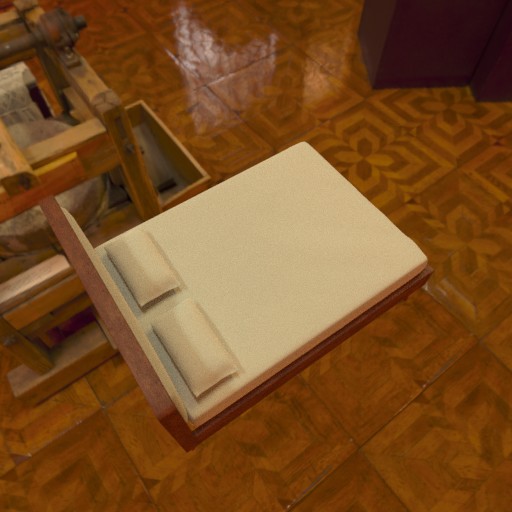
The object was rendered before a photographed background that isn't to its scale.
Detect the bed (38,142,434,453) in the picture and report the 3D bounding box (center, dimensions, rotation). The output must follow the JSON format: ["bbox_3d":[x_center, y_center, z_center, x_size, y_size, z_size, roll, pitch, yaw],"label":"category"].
[{"bbox_3d":[0.000,0.000,3.240,2.196,1.275,1.587,-30,63,-17],"label":"bed"}]
